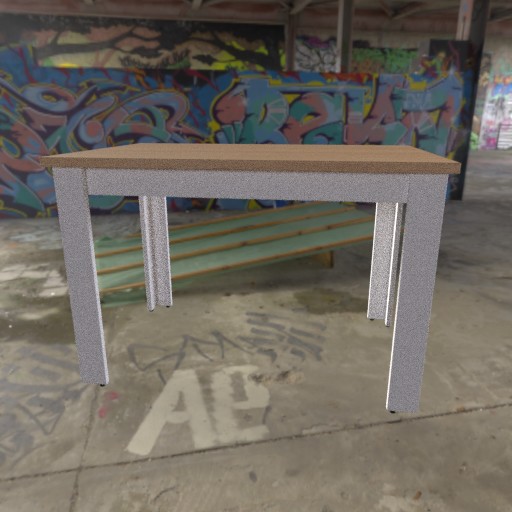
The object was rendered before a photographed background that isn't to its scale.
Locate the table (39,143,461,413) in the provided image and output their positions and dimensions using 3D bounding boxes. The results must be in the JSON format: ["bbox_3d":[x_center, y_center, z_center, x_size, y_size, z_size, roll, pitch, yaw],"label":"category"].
[{"bbox_3d":[0.000,0.000,1.579,1.100,0.734,0.700,3,18,8],"label":"table"}]
